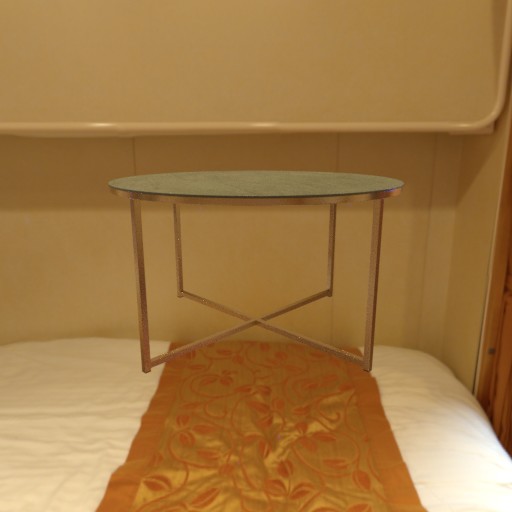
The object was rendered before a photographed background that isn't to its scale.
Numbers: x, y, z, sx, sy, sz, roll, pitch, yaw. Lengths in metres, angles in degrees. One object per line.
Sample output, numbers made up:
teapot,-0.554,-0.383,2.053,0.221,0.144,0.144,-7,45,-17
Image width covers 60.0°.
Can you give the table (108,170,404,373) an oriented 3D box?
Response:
table,0.000,0.000,1.317,0.800,0.450,0.800,0,14,0
